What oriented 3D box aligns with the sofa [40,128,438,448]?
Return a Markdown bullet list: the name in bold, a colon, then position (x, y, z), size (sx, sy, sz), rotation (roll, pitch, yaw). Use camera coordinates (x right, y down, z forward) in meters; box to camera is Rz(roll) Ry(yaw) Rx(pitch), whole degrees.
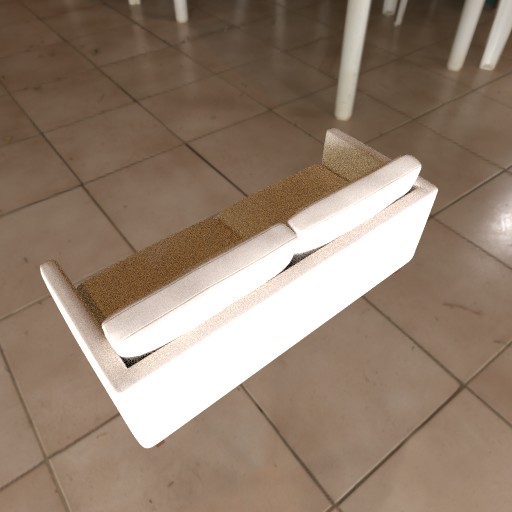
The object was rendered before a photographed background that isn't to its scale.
- **sofa**: position (0.000, 0.000, 2.641), size (2.139, 0.933, 0.924), rotation (-30, 54, -25)
